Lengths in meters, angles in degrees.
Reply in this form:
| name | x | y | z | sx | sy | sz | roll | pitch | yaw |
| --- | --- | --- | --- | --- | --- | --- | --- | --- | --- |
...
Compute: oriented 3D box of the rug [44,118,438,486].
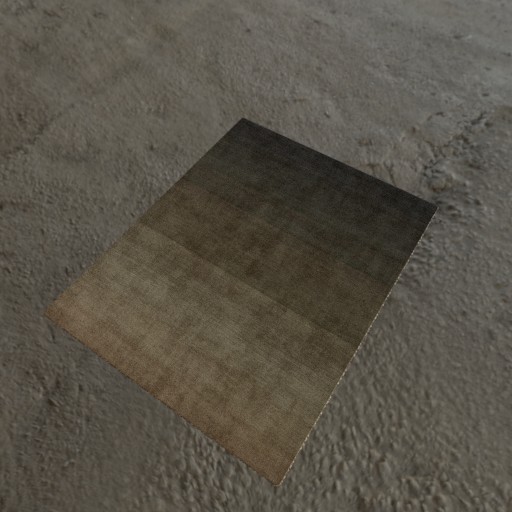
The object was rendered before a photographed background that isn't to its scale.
| name | x | y | z | sx | sy | sz | roll | pitch | yaw |
| --- | --- | --- | --- | --- | --- | --- | --- | --- | --- |
| rug | 0.000 | 0.000 | 3.954 | 2.306 | 0.017 | 2.902 | 29 | 62 | 18 |
